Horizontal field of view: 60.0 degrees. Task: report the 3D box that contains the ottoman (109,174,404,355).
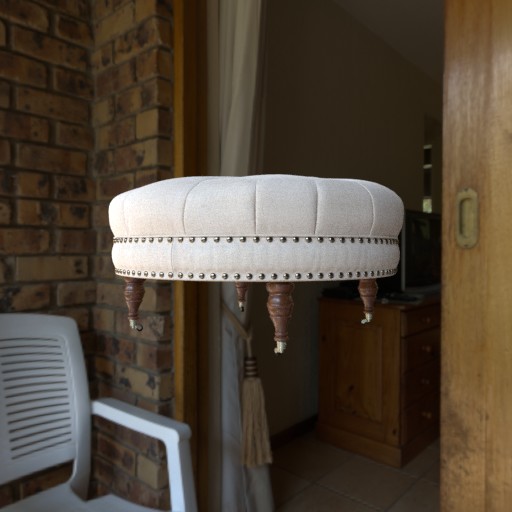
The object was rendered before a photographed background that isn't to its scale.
[{"bbox_3d":[0.000,0.000,1.488,0.940,0.483,0.940,0,1,0],"label":"ottoman"}]
